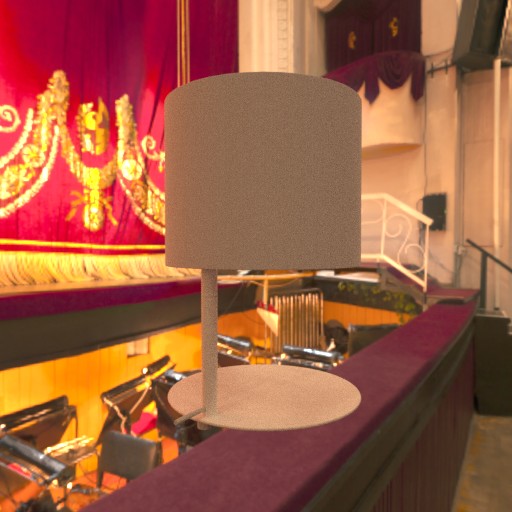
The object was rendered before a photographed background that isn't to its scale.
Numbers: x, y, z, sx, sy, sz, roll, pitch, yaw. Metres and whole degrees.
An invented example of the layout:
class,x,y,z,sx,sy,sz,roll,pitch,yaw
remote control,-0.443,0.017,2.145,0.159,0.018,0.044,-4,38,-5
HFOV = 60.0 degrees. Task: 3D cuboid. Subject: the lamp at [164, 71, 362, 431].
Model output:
class,x,y,z,sx,sy,sz,roll,pitch,yaw
lamp,0.000,0.000,0.678,0.299,0.454,0.341,1,2,37
